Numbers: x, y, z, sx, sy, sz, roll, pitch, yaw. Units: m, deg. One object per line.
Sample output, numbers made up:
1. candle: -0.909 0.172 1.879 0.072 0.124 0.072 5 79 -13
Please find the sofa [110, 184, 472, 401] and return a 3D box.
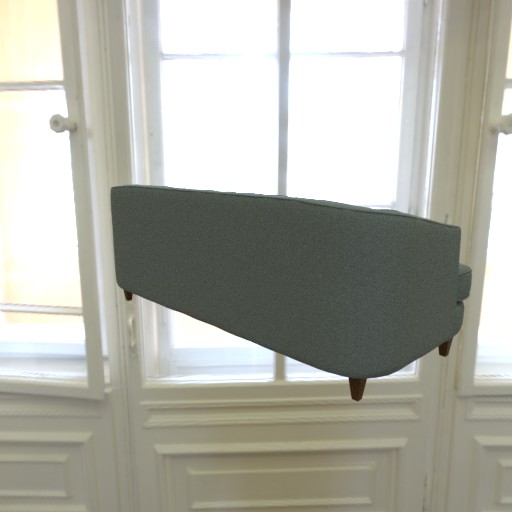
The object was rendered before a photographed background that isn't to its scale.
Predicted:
1. sofa: 0.000 0.000 2.737 0.941 0.855 2.278 -12 17 -44
